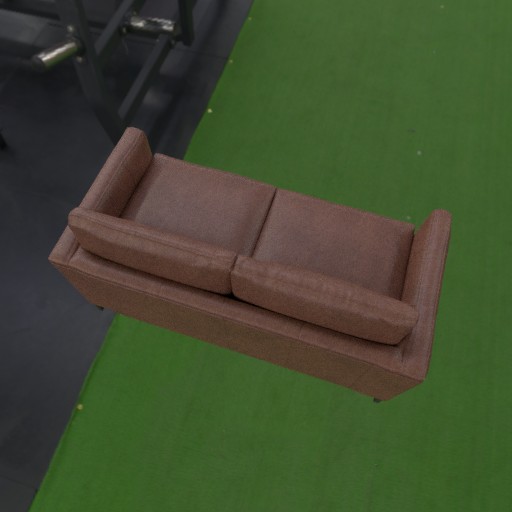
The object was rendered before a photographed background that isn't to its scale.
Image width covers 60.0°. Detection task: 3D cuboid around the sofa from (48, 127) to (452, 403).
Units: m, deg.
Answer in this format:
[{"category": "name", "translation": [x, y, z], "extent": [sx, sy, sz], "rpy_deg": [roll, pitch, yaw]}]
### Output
[{"category": "sofa", "translation": [0.000, 0.000, 2.327], "extent": [1.797, 0.883, 0.899], "rpy_deg": [16, 65, 8]}]
